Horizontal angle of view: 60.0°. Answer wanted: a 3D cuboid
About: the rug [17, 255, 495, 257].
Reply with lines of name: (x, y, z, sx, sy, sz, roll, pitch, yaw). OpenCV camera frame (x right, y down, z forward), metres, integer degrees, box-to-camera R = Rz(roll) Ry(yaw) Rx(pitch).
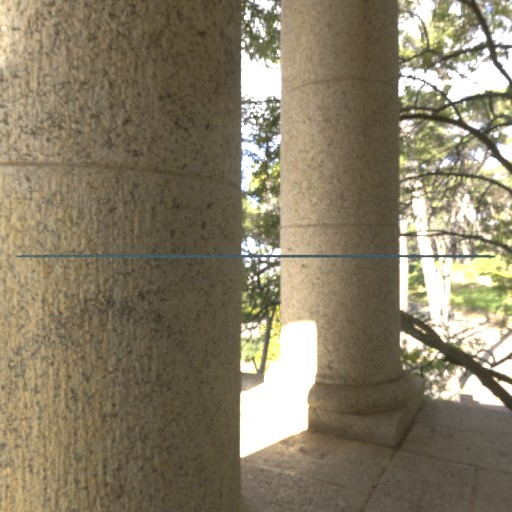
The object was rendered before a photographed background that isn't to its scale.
rug: (0.000, 0.000, 1.428, 1.219, 0.007, 0.604, 0, 0, 0)
